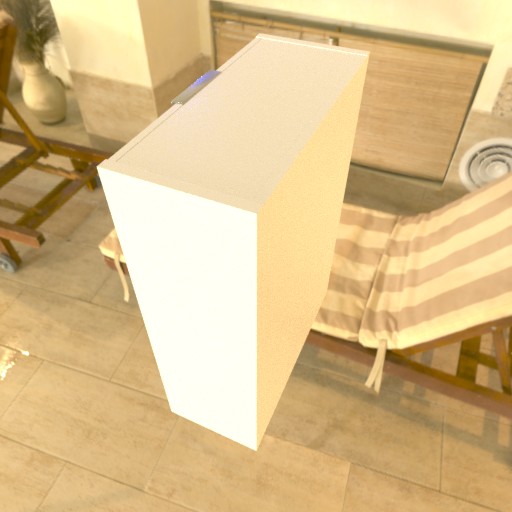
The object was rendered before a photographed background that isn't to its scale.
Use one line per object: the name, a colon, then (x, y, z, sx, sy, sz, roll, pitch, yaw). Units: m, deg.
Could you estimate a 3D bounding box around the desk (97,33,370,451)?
desk: (0.000, 0.000, 1.589, 0.390, 1.190, 0.850, 18, 49, 17)
